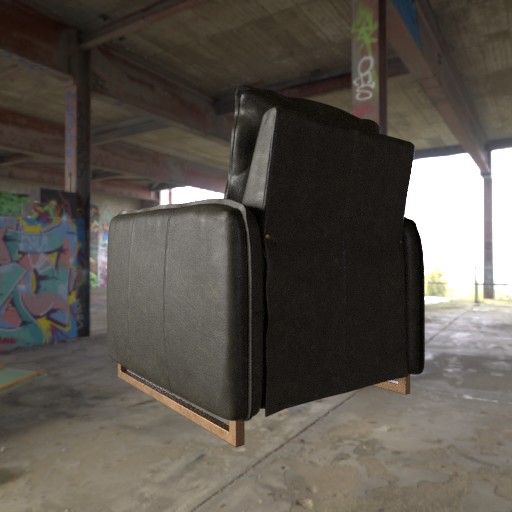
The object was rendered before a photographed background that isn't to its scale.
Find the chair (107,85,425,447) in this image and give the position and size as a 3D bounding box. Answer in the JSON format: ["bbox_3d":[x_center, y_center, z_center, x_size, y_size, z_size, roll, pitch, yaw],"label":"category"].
[{"bbox_3d":[0.000,0.000,1.584,0.830,0.921,0.921,0,0,-37],"label":"chair"}]
